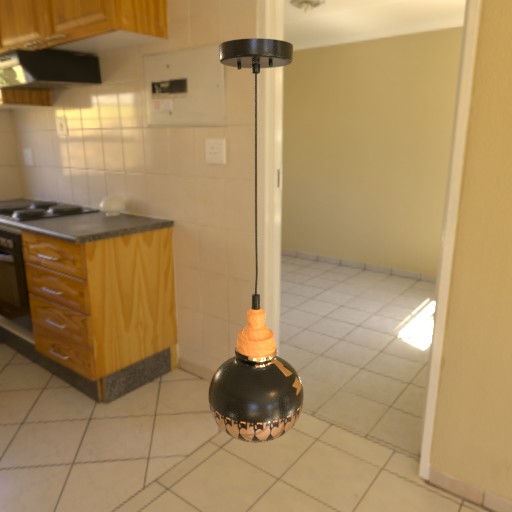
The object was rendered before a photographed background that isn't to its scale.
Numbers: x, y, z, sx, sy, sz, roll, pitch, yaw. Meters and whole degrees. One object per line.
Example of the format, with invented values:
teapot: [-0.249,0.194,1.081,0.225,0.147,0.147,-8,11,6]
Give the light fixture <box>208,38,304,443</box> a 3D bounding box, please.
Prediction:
light fixture: [0.000,0.000,1.848,0.430,1.606,0.430,8,16,27]
